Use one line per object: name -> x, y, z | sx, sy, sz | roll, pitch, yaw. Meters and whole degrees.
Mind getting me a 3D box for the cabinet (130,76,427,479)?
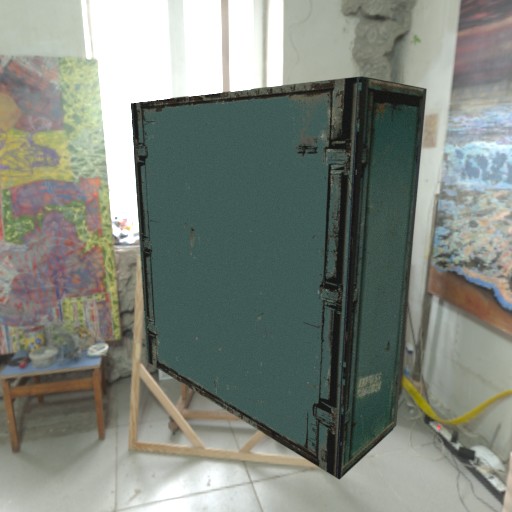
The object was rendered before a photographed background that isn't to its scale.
cabinet -> 0.000, 0.000, 3.179 | 2.000, 2.160, 0.680 | 14, 20, 43
